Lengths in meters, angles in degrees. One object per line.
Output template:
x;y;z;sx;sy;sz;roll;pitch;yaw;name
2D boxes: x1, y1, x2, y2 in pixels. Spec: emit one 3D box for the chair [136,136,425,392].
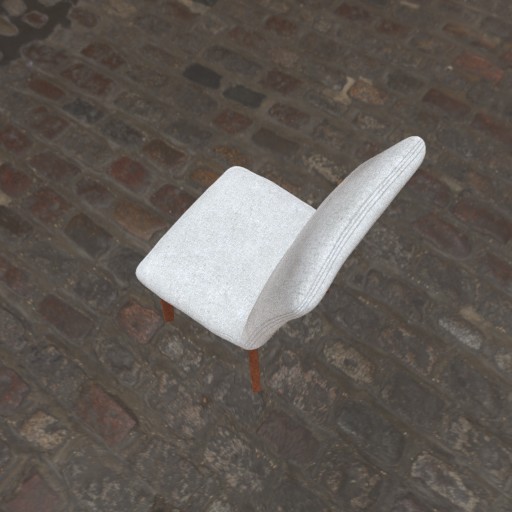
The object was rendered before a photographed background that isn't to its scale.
0.000;0.000;1.317;0.563;0.974;0.522;33;68;15;chair
